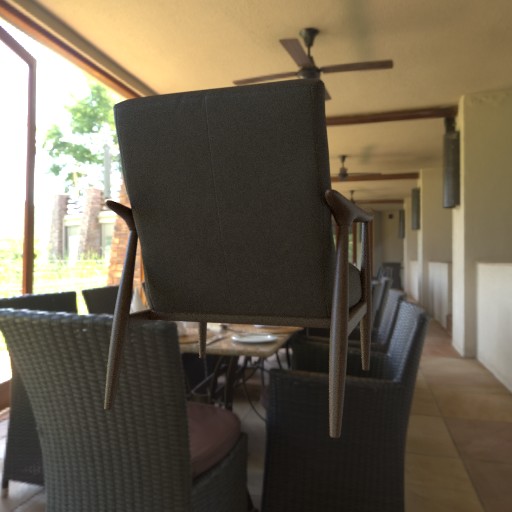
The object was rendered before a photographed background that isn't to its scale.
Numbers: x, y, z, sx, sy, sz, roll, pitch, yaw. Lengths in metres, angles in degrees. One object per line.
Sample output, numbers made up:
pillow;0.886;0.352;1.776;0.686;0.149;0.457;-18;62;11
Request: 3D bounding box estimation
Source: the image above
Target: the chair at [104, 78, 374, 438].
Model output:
chair;0.000;0.000;1.448;0.741;0.831;0.798;0;-1;18
